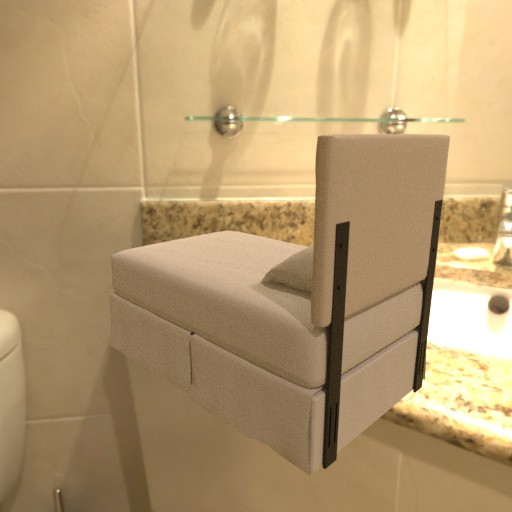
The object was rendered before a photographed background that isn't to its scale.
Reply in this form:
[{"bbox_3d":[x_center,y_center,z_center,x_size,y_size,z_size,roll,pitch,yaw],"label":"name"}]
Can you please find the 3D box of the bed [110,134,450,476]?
[{"bbox_3d":[0.000,0.000,2.968,1.261,1.571,1.997,-15,21,-43],"label":"bed"}]
